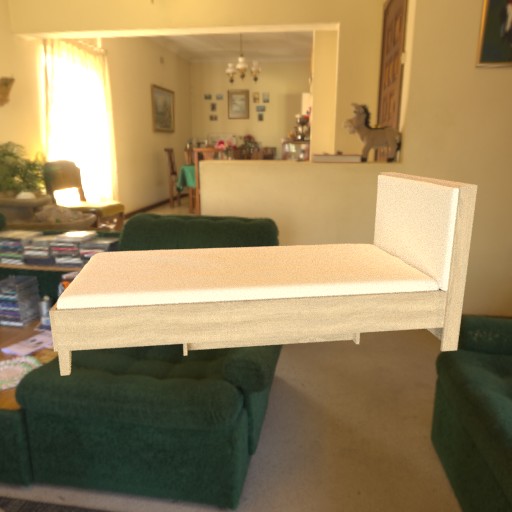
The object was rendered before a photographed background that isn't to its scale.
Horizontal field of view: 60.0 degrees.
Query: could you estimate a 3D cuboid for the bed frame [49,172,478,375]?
[{"bbox_3d":[0.000,0.000,2.702,2.140,0.920,0.990,-2,15,-8],"label":"bed frame"}]
